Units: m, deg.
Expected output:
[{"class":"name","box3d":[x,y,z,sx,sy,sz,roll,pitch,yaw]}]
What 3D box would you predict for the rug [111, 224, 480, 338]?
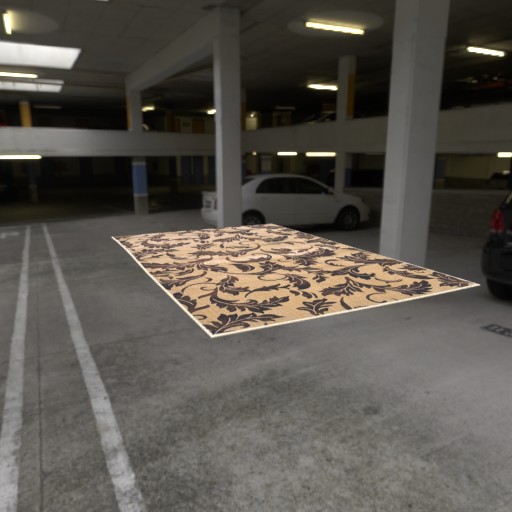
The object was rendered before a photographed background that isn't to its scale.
[{"class":"rug","box3d":[0.000,0.000,2.988,1.522,0.008,2.284,-7,15,-26]}]
